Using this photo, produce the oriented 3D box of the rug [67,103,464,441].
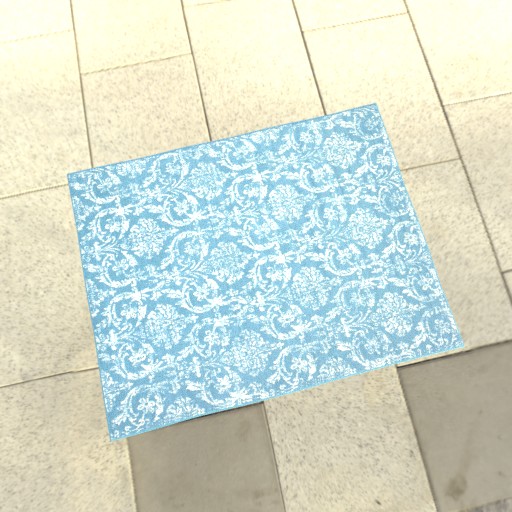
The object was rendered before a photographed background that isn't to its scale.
[{"bbox_3d":[0.000,0.000,3.875,2.980,0.012,2.363,-14,76,-3],"label":"rug"}]
